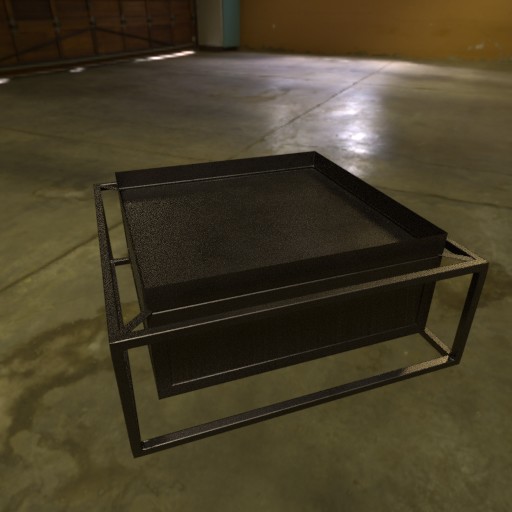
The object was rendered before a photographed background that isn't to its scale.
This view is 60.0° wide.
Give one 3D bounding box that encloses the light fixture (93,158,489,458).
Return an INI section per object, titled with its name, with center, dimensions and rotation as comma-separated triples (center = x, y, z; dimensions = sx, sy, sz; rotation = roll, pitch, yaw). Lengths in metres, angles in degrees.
[light fixture]
center = 0.000, 0.000, 0.682
dimensions = 0.441, 0.191, 0.441
rotation = -10, 31, -17
